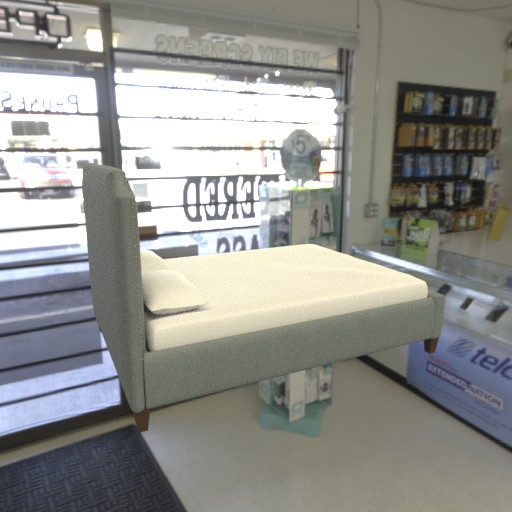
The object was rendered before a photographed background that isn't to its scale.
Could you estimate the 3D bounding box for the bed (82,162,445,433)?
[{"bbox_3d":[0.000,0.000,3.495,2.372,1.443,1.712,-6,15,-25],"label":"bed"}]
